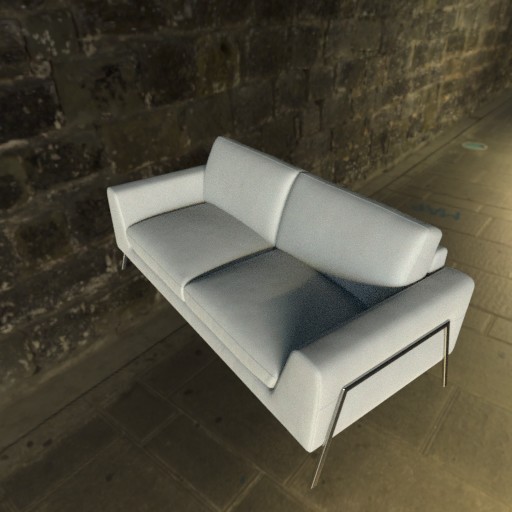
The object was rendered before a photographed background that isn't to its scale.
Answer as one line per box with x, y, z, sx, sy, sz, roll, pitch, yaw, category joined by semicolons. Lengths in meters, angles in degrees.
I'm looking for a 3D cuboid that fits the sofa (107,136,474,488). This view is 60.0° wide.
0.000;0.000;2.482;0.953;0.875;2.017;-21;37;-30;sofa
